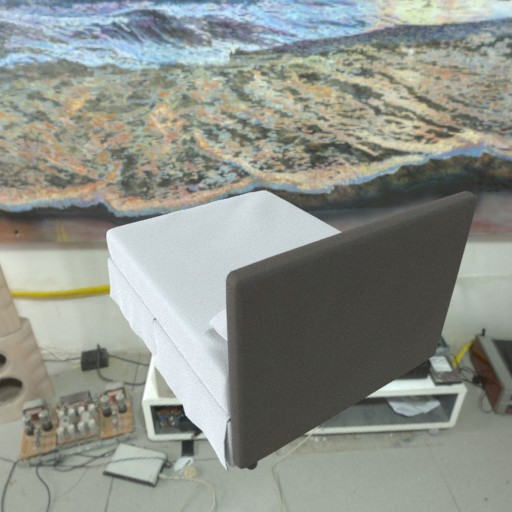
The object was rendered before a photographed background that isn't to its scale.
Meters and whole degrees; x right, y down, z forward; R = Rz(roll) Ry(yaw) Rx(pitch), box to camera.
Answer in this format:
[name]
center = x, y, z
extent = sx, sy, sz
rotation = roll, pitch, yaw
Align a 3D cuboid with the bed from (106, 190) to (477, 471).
[bed]
center = 0.000, 0.000, 3.232
extent = 1.723, 1.330, 2.142
rotation = -18, 35, -28
